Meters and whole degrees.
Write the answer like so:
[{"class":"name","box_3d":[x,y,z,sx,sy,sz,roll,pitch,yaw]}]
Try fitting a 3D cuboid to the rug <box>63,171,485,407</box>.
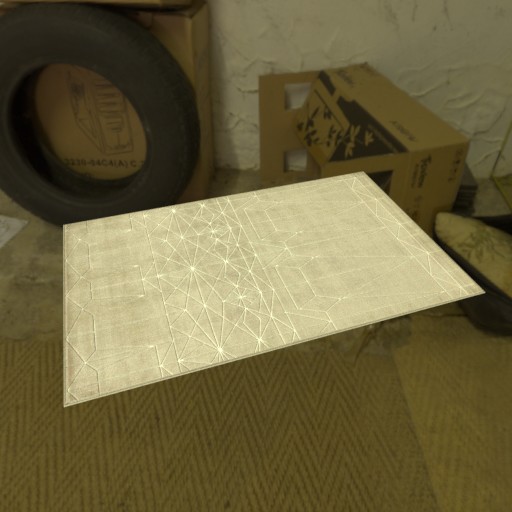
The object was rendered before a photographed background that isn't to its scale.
[{"class":"rug","box_3d":[0.000,0.000,2.957,2.438,0.012,1.524,-12,42,-14]}]
